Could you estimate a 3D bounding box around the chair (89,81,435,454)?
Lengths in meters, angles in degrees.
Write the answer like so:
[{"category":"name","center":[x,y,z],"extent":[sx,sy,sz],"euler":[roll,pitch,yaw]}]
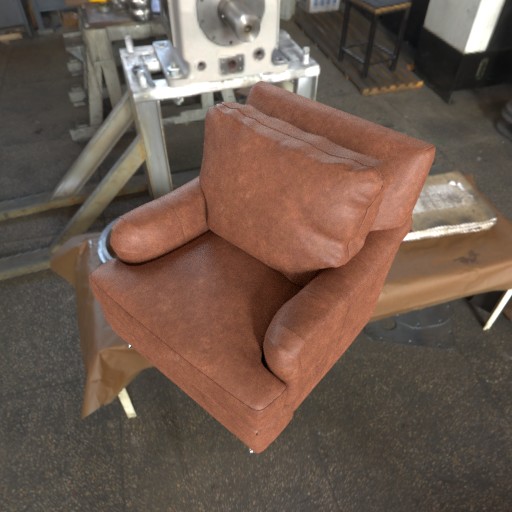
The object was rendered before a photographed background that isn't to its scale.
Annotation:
[{"category":"chair","center":[0.000,0.000,1.944],"extent":[0.986,1.055,1.158],"euler":[31,54,26]}]
